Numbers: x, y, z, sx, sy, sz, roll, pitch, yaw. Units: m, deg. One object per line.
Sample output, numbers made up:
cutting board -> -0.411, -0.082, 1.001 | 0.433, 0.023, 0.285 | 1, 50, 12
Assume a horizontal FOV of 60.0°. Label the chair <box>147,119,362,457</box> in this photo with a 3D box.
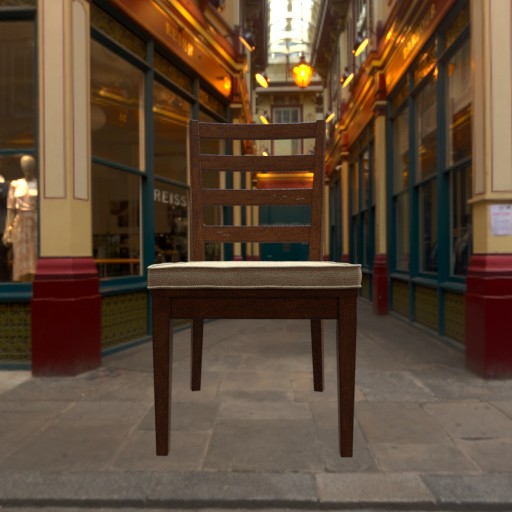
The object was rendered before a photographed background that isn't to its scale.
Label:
chair -> 0.000, 0.000, 1.359 | 0.593, 0.979, 0.595 | 0, 1, 1
